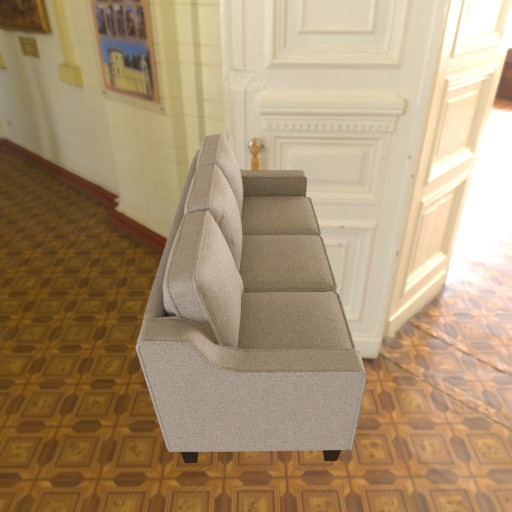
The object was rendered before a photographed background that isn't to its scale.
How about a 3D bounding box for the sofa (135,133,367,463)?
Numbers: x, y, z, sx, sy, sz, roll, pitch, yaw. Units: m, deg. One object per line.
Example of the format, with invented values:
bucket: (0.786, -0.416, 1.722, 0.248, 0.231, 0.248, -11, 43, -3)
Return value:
sofa: (0.000, 0.000, 2.639, 0.899, 0.950, 2.129, 0, 32, -1)
